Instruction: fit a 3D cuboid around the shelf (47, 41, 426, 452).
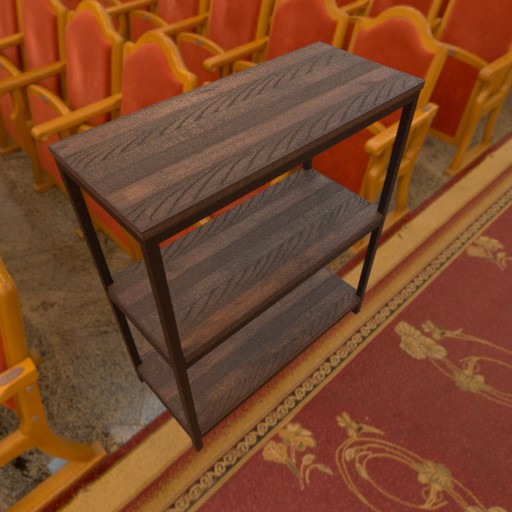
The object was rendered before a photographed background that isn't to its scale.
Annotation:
[{"bbox_3d":[0.000,0.000,1.339,0.822,0.947,0.352,-33,54,-28],"label":"shelf"}]
